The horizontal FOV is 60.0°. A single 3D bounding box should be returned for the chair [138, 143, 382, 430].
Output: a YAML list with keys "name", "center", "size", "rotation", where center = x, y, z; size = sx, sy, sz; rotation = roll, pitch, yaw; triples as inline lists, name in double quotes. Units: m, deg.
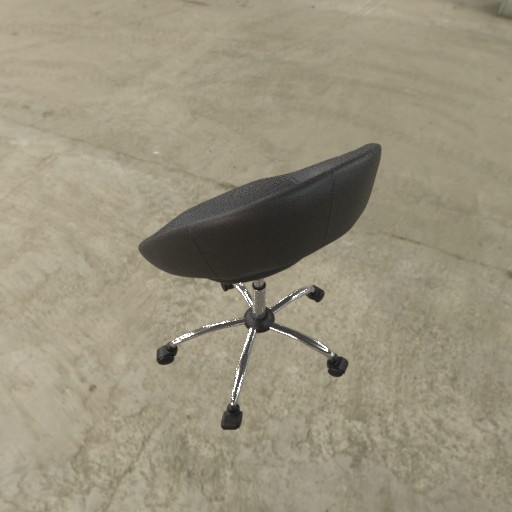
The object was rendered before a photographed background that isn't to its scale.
- name: "chair"
  center: [0.000, 0.000, 1.181]
  size: [0.612, 0.791, 0.538]
  rotation: [-27, 51, -24]
